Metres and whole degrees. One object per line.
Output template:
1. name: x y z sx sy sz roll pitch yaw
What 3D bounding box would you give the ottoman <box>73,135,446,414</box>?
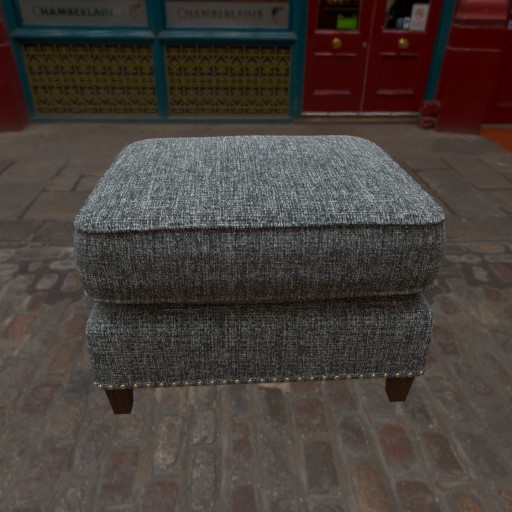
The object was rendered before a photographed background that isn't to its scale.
1. ottoman: 0.000 0.000 1.135 0.738 0.537 0.589 -2 30 -3
